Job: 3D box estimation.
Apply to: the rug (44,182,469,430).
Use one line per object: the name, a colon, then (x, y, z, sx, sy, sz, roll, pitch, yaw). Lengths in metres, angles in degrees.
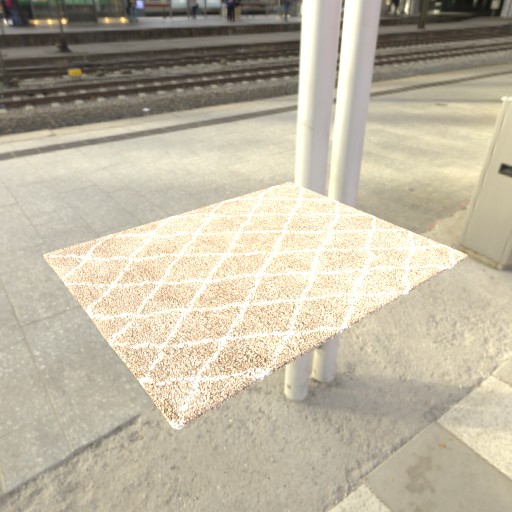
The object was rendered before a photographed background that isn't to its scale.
rug: (0.000, 0.000, 4.047, 3.047, 0.029, 2.438, -22, 36, -33)
